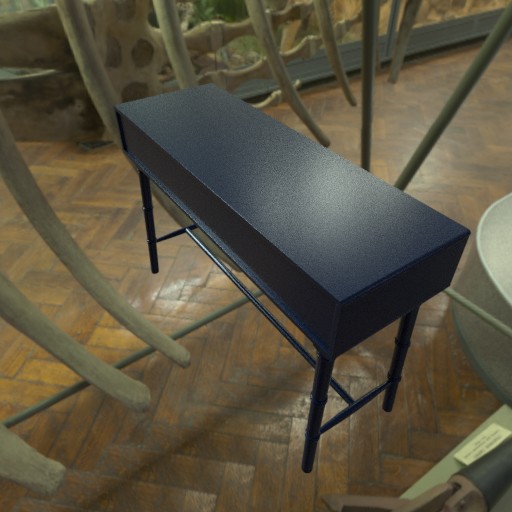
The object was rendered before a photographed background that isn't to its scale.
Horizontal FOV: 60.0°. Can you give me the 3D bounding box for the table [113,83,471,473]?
[{"bbox_3d":[0.000,0.000,1.472,0.399,0.749,1.118,-24,46,-26],"label":"table"}]
